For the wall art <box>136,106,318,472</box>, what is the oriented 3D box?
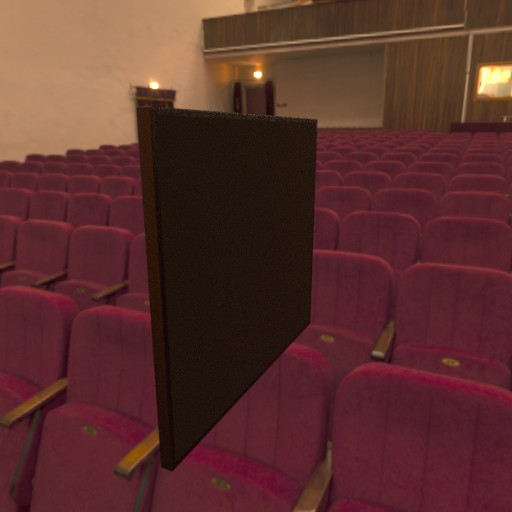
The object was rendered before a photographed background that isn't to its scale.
[{"bbox_3d":[0.000,0.000,0.742,0.018,0.450,0.521,8,17,26],"label":"wall art"}]
